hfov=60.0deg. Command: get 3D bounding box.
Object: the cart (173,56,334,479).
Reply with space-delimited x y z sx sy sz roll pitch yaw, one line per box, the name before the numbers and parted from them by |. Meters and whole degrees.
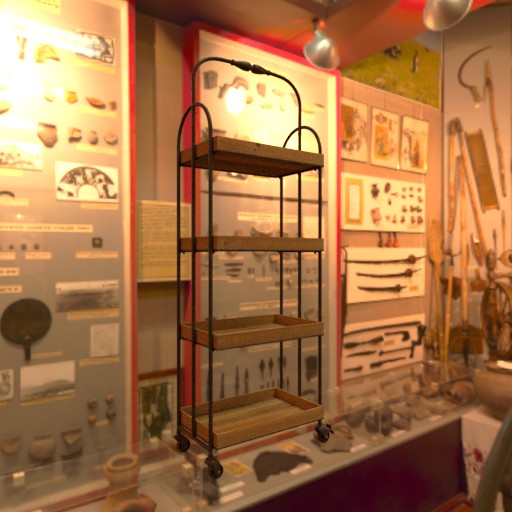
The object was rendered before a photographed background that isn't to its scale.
cart | 0.000 0.000 1.721 0.581 1.481 0.308 0 0 -35
